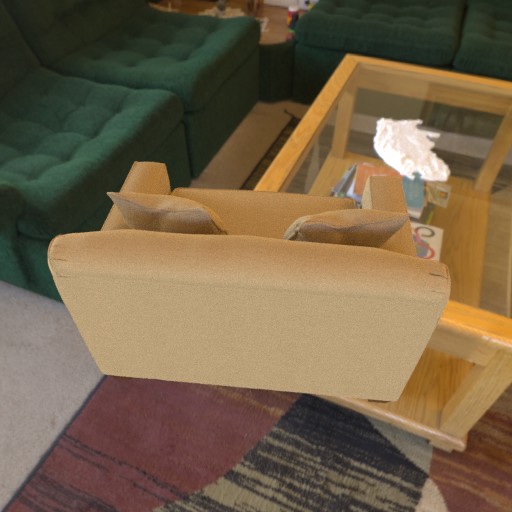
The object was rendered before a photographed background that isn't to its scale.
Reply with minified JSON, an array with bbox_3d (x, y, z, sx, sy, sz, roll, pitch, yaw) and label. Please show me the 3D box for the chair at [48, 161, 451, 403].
[{"bbox_3d":[0.000,0.000,2.085,1.383,0.948,1.000,4,47,4],"label":"chair"}]
